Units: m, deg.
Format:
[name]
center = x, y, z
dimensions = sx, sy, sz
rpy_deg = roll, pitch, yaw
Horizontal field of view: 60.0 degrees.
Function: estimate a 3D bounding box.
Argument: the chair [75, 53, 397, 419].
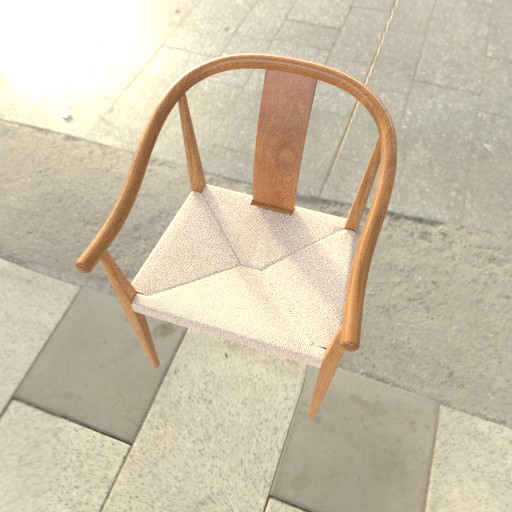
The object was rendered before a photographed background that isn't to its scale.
[chair]
center = 0.000, 0.000, 1.175
dimensions = 0.556, 0.800, 0.579
rpy_deg = 15, 59, 9
